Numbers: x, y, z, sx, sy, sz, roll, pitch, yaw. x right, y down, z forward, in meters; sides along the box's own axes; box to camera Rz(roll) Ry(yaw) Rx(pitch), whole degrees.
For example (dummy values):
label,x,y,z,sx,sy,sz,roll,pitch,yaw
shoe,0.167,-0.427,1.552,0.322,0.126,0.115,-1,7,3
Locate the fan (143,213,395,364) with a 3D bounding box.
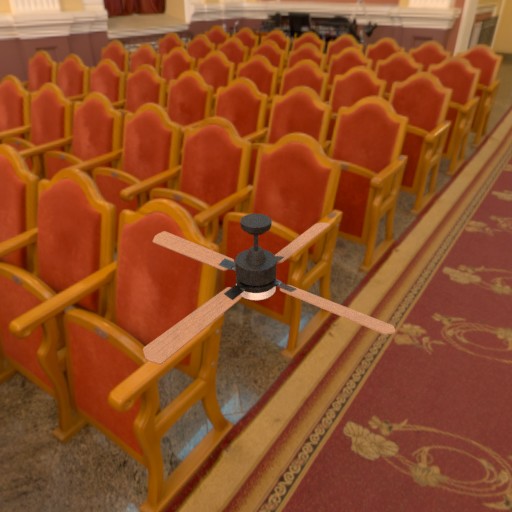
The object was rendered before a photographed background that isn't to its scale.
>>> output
label,x,y,z,sx,sy,sz,roll,pitch,yaw
fan,0.000,0.000,1.983,1.320,0.355,1.320,21,37,30
